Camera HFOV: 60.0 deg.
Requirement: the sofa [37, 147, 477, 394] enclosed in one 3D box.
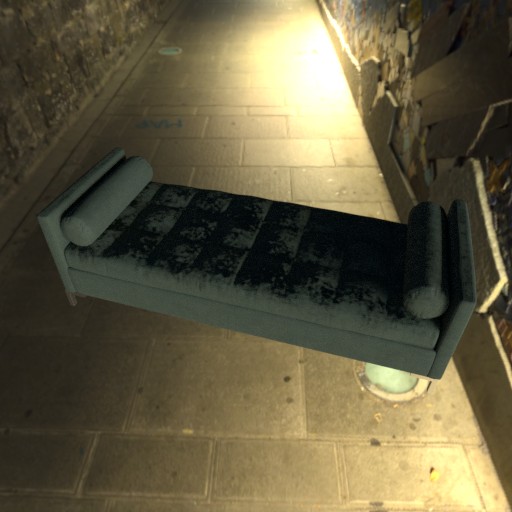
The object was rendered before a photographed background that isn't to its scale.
[{"bbox_3d":[0.000,0.000,2.477,2.102,0.657,0.797,11,42,13],"label":"sofa"}]
